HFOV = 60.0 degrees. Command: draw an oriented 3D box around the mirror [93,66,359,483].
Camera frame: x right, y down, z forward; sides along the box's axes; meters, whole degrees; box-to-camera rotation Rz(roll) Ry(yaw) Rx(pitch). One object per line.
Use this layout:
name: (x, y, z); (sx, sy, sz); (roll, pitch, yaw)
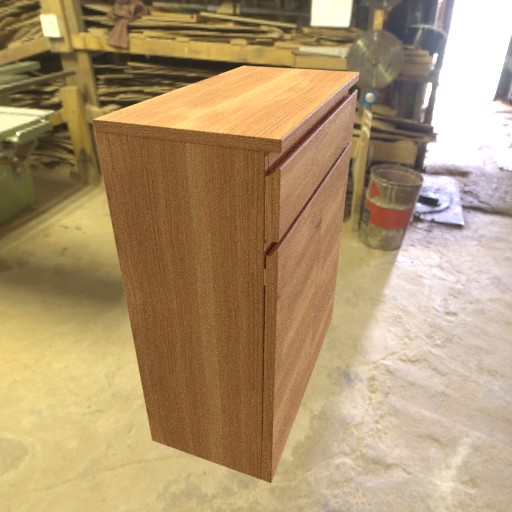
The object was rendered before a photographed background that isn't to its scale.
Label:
mirror: (0.000, 0.000, 1.406); (0.400, 1.000, 0.800); (11, 33, 18)
